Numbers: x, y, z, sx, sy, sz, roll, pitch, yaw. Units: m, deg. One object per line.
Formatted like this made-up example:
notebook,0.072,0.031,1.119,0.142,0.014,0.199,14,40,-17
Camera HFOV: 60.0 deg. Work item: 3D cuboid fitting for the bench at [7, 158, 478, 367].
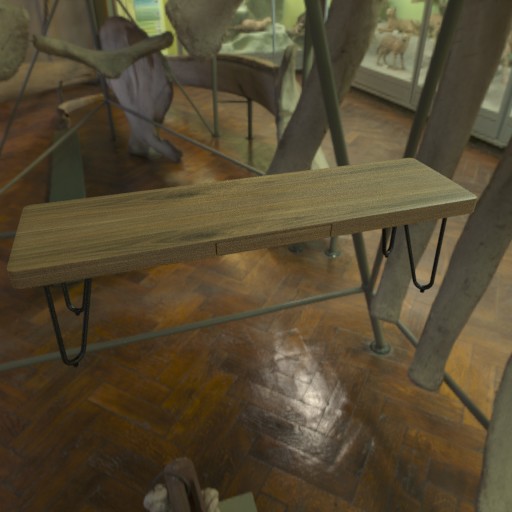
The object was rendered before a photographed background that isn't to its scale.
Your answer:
bench,0.000,0.000,1.700,1.570,0.462,0.425,-10,35,-14
